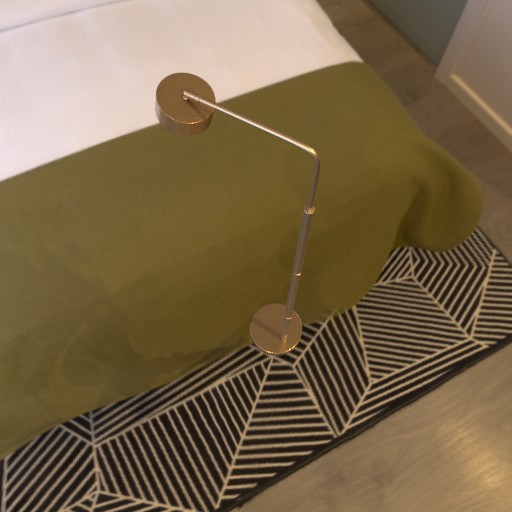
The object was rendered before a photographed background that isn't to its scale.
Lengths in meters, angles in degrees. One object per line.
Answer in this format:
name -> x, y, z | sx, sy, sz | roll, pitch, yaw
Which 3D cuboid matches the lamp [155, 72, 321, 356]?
lamp -> 0.000, 0.000, 1.375 | 0.418, 1.230, 0.219 | 29, 67, 13
